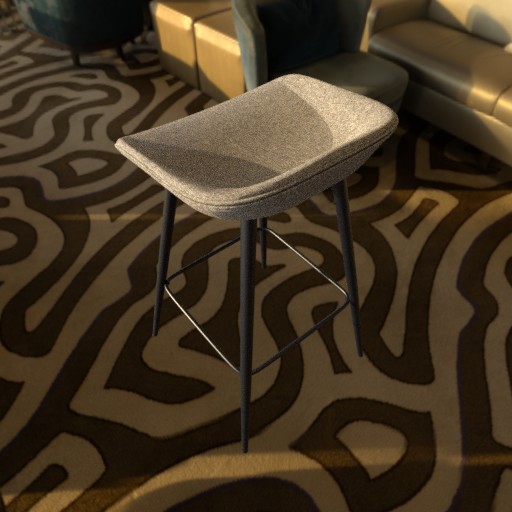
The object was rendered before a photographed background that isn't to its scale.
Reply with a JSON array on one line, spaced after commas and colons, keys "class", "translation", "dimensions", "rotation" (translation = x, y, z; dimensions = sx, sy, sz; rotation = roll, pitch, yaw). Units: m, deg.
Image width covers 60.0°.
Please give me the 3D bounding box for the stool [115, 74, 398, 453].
[{"class": "stool", "translation": [0.000, 0.000, 1.095], "dimensions": [0.469, 0.814, 0.480], "rotation": [-31, 54, -26]}]
